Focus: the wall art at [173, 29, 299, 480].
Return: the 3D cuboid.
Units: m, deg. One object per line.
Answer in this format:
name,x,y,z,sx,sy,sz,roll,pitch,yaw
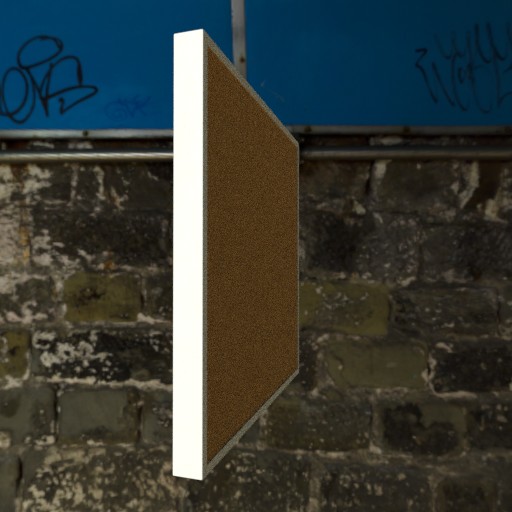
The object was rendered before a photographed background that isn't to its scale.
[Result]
wall art,0.000,0.000,0.745,0.037,0.508,0.508,0,-1,18
